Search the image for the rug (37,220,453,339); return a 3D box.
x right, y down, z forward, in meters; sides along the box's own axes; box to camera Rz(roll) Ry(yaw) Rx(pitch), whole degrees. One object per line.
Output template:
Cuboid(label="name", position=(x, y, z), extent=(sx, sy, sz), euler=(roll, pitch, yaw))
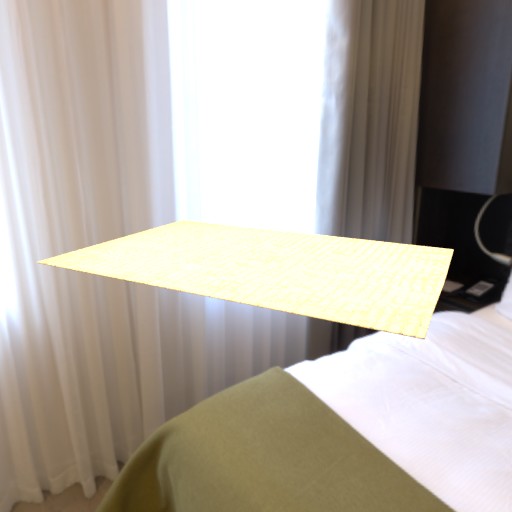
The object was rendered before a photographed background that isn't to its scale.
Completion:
Cuboid(label="rug", position=(0.000, 0.000, 2.313), extent=(1.827, 0.007, 1.211), euler=(8, 18, 26))
